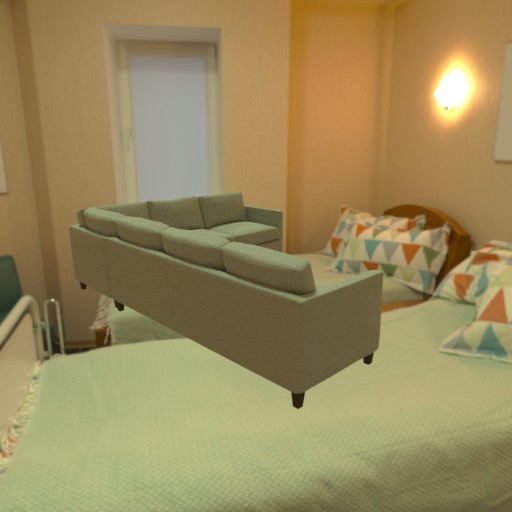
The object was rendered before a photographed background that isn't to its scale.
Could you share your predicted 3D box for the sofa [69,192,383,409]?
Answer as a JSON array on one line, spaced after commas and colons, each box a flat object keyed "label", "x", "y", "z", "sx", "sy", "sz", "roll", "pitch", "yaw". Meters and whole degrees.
[{"label": "sofa", "x": 0.000, "y": 0.000, "z": 4.551, "sx": 2.522, "sy": 0.934, "sz": 3.333, "roll": -14, "pitch": 20, "yaw": -43}]
